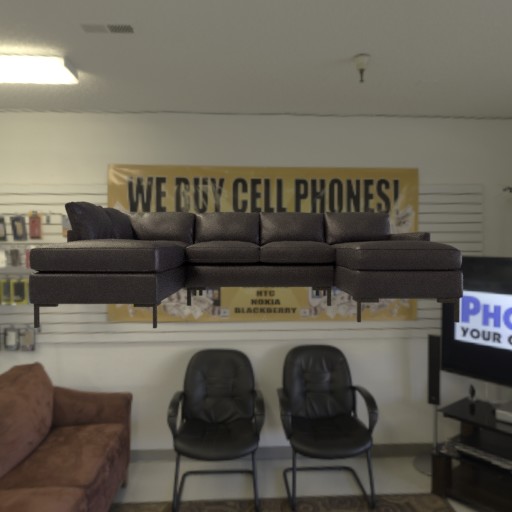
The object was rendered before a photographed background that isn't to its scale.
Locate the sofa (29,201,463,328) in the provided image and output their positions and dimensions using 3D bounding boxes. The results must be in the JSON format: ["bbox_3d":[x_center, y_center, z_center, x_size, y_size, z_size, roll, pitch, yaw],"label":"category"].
[{"bbox_3d":[0.000,0.000,3.818,2.956,0.900,1.939,0,1,0],"label":"sofa"}]
